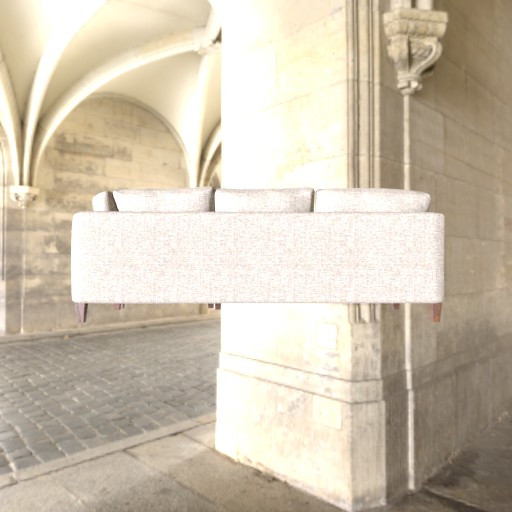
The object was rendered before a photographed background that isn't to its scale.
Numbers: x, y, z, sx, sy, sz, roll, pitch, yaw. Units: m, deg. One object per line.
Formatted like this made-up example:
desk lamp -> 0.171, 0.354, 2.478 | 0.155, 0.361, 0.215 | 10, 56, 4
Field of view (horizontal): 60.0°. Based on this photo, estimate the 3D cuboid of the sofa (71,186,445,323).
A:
sofa -> 0.000, 0.000, 4.718 | 2.593, 0.959, 3.460 | 0, -1, -1
